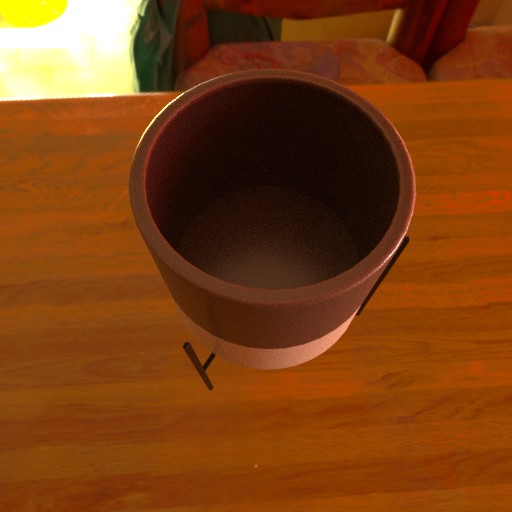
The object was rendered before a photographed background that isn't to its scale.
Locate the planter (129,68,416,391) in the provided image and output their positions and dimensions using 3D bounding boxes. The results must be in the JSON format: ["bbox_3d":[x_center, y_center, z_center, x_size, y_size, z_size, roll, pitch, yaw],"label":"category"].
[{"bbox_3d":[0.000,0.000,0.521,0.250,0.353,0.260,-31,68,-14],"label":"planter"}]
